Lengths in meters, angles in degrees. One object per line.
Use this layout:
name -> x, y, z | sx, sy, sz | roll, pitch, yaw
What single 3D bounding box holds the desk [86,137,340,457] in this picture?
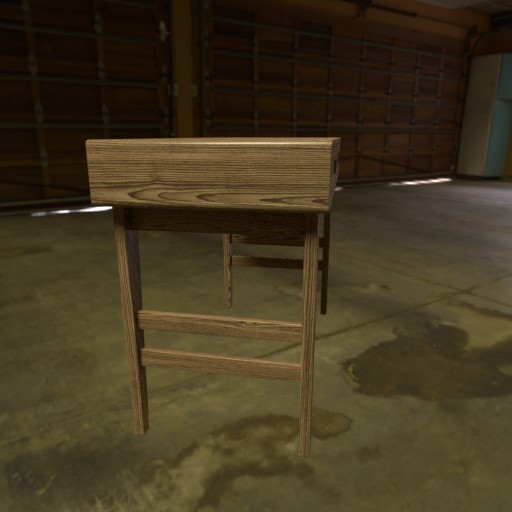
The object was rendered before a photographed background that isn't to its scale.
desk -> 0.000, 0.000, 1.472 | 0.508, 0.755, 1.067 | 3, 15, 11
